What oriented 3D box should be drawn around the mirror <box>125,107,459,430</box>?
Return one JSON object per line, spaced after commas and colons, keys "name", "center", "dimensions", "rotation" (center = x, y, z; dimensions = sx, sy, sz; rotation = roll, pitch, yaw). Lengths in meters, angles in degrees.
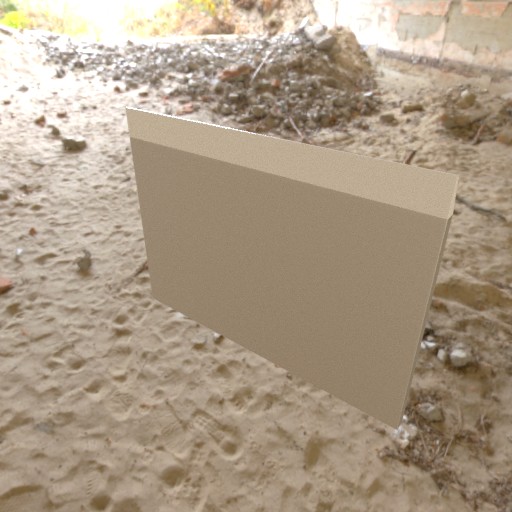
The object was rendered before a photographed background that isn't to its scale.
{"name": "mirror", "center": [0.000, 0.000, 1.132], "dimensions": [0.870, 0.630, 0.030], "rotation": [21, 36, 32]}
